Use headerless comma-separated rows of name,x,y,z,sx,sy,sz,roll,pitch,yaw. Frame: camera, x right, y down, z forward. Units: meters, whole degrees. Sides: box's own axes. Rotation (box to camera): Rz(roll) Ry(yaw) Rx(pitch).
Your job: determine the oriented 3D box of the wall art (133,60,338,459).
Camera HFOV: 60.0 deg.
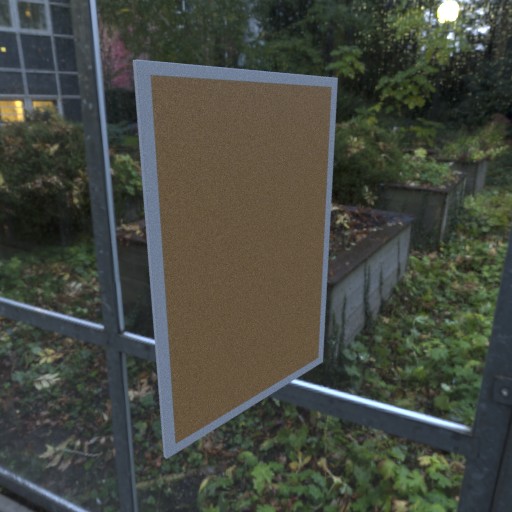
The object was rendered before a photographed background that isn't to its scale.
wall art,0.000,0.000,1.216,0.659,0.940,0.013,-17,24,-42
